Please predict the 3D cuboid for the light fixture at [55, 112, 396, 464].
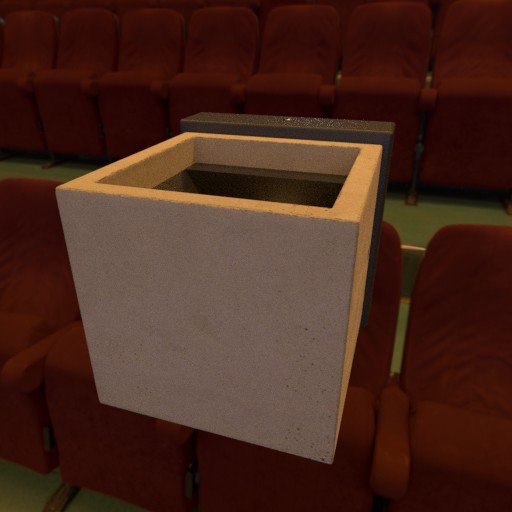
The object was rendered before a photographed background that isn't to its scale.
[{"bbox_3d":[0.000,0.000,0.234,0.121,0.121,0.143,8,28,16],"label":"light fixture"}]
